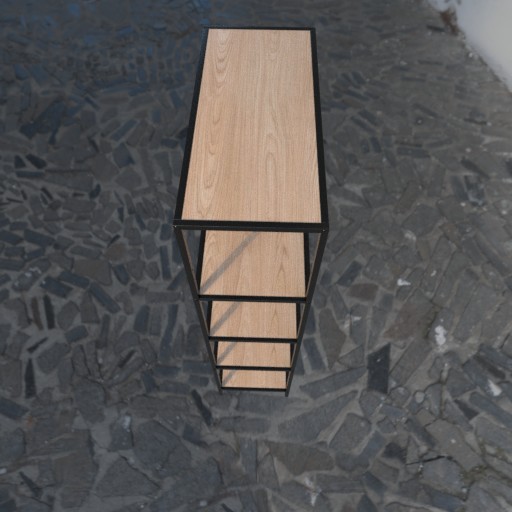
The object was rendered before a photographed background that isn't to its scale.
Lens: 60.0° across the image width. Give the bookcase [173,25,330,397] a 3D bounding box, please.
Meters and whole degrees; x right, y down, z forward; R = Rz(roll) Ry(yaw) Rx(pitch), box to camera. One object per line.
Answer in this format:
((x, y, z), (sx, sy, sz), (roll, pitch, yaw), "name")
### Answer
((0.000, 0.000, 1.827), (0.350, 1.500, 0.770), (1, 59, 1), "bookcase")
